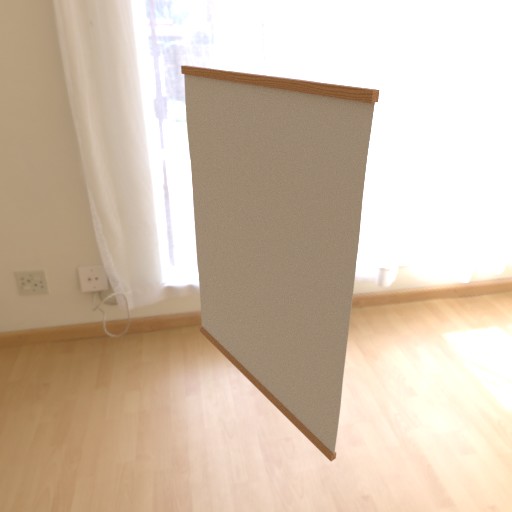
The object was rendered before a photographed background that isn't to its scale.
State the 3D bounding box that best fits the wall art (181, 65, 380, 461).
[{"bbox_3d":[0.000,0.000,0.797,0.011,0.605,0.458,-18,32,-31],"label":"wall art"}]
